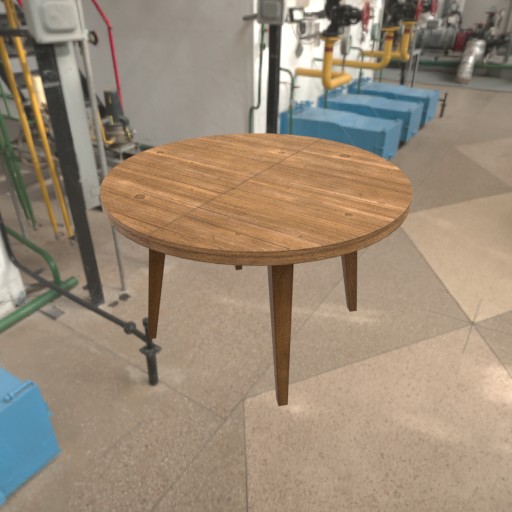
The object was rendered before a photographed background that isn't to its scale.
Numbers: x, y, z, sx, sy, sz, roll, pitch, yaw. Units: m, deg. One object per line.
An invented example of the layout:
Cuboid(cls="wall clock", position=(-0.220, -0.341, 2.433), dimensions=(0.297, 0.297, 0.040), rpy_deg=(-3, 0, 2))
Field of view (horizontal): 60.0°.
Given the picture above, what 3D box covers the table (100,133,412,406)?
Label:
Cuboid(cls="table", position=(0.000, 0.000, 1.993), dimensions=(1.213, 0.764, 1.213), rpy_deg=(0, 31, 0))
